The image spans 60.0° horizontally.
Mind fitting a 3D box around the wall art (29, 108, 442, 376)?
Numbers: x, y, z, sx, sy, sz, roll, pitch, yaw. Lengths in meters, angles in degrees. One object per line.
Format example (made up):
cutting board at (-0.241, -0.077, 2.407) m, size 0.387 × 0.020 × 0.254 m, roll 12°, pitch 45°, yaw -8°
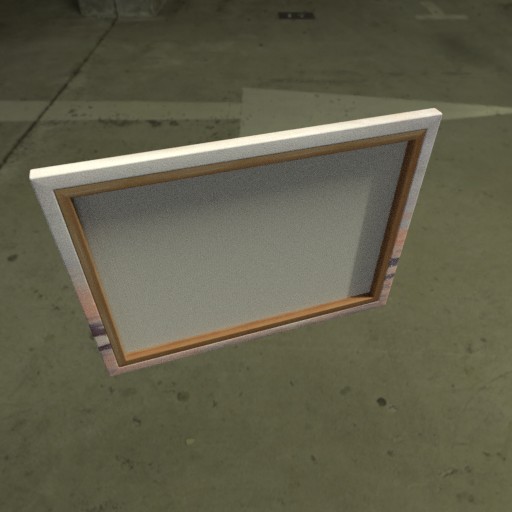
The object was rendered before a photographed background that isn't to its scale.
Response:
wall art at (0.000, 0.000, 1.316) m, size 1.015 × 0.763 × 0.038 m, roll -12°, pitch 44°, yaw -13°
